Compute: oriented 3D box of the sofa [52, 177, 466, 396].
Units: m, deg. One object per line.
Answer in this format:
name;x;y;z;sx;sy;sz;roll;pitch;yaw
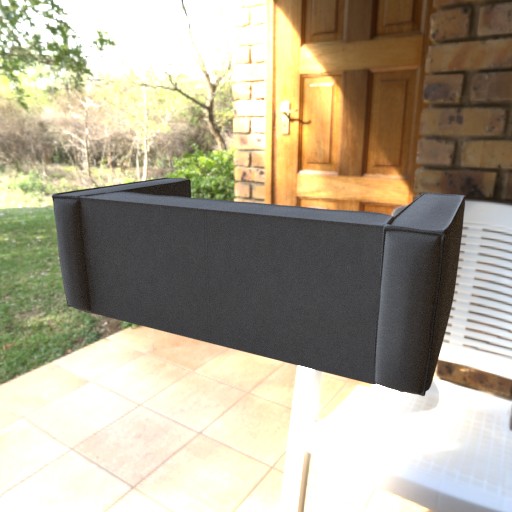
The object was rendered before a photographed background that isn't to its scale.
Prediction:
sofa;0.000;0.000;2.419;1.995;0.680;1.038;8;18;26
